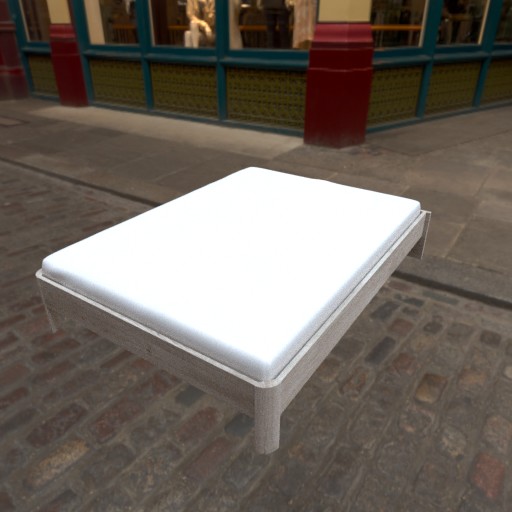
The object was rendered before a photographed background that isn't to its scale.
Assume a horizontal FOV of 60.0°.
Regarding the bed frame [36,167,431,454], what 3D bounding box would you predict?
[{"bbox_3d":[0.000,0.000,2.653,1.490,0.462,1.950,18,33,29],"label":"bed frame"}]
